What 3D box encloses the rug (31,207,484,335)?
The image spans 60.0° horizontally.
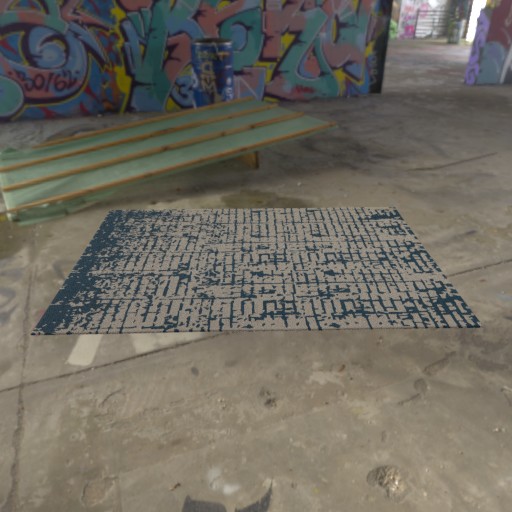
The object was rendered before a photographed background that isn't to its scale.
[{"bbox_3d":[0.000,0.000,2.313,1.828,0.007,1.220,-1,30,-1],"label":"rug"}]
